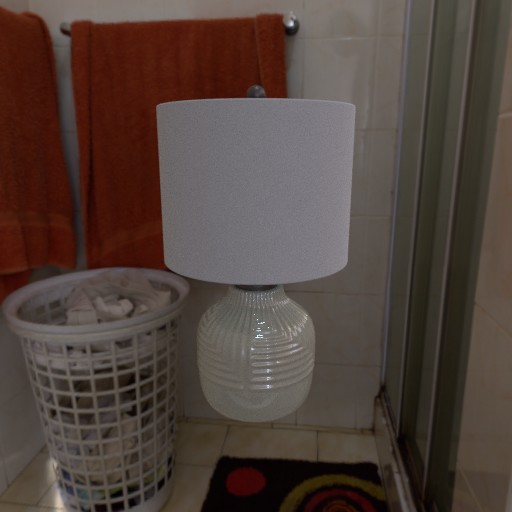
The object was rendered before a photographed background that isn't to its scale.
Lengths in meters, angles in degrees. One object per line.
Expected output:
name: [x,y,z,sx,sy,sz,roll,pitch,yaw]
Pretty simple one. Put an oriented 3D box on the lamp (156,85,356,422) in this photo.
lamp: [0.000,0.000,0.784,0.318,0.567,0.318,0,14,0]
